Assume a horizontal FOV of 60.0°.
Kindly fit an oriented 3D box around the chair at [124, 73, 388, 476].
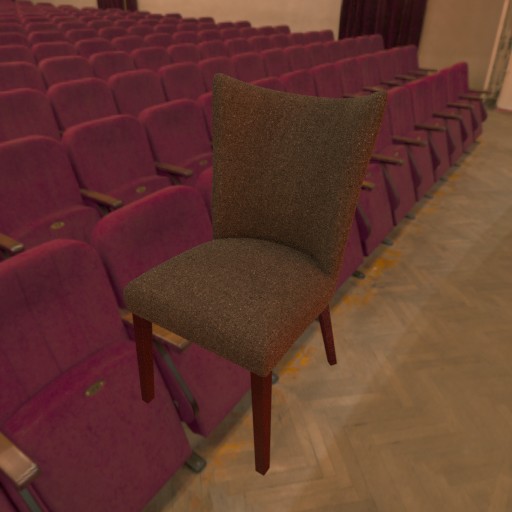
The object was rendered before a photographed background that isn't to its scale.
[{"bbox_3d":[0.000,0.000,1.299,0.535,0.924,0.623,19,35,29],"label":"chair"}]
